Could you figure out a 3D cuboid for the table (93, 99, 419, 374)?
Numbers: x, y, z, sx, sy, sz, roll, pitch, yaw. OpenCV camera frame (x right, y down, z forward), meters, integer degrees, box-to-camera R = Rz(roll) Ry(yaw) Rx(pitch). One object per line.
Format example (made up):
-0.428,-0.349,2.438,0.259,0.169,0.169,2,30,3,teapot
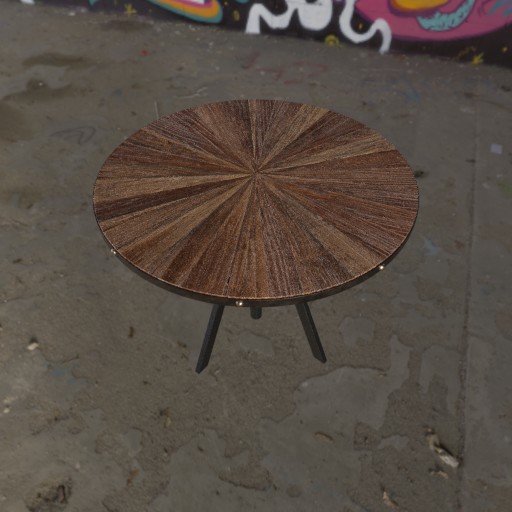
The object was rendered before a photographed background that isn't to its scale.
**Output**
0.000,0.000,1.473,0.885,0.658,0.885,0,46,0,table
